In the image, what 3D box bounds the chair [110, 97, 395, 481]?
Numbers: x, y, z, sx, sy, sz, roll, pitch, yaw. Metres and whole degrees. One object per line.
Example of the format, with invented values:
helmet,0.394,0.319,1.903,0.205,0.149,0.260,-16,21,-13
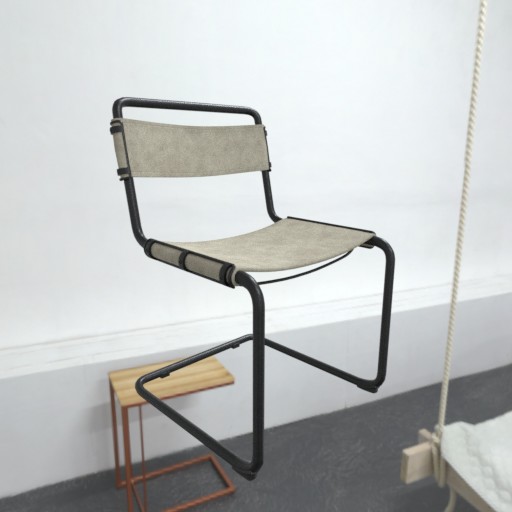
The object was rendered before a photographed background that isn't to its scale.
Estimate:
chair,0.000,0.000,1.088,0.499,0.747,0.497,-13,19,-43
